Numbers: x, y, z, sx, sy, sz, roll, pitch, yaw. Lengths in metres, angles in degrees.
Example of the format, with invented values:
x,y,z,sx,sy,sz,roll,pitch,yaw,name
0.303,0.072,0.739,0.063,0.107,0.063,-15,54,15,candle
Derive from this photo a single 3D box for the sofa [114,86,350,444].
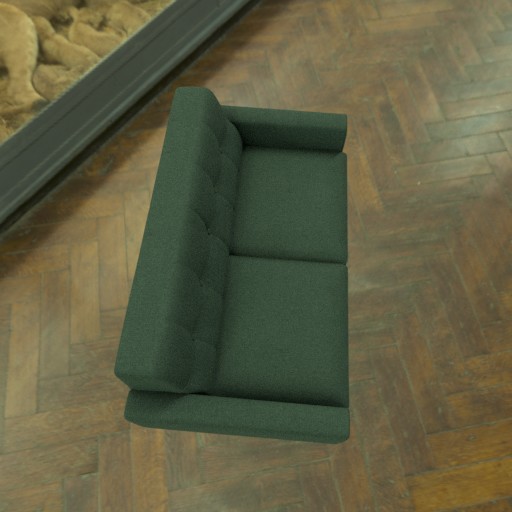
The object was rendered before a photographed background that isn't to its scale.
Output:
x,y,z,sx,sy,sz,roll,pitch,yaw,name
0.000,0.000,2.178,0.909,0.841,1.631,4,64,2,sofa
